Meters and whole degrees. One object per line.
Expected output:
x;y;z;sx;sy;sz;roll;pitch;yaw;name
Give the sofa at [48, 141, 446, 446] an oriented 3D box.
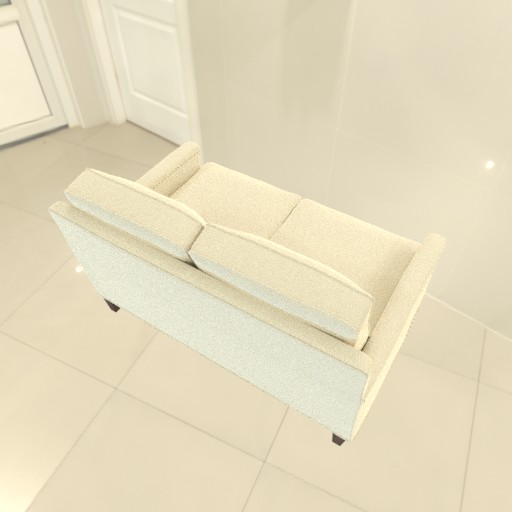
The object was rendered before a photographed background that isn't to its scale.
0.000;0.000;2.228;1.597;1.003;1.084;25;52;21;sofa
